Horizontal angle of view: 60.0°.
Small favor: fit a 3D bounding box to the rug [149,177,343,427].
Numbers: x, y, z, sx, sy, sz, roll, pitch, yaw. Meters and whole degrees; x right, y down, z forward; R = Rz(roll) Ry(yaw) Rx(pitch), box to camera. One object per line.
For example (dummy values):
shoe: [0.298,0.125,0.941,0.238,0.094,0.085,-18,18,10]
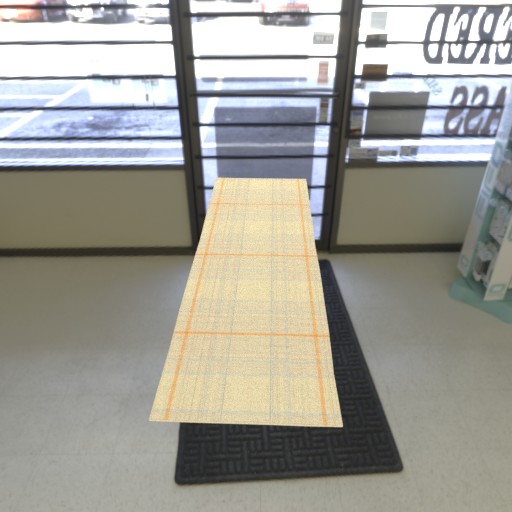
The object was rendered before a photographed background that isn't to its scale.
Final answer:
rug: [0.000,0.000,2.770,0.770,0.016,2.442,1,33,2]
